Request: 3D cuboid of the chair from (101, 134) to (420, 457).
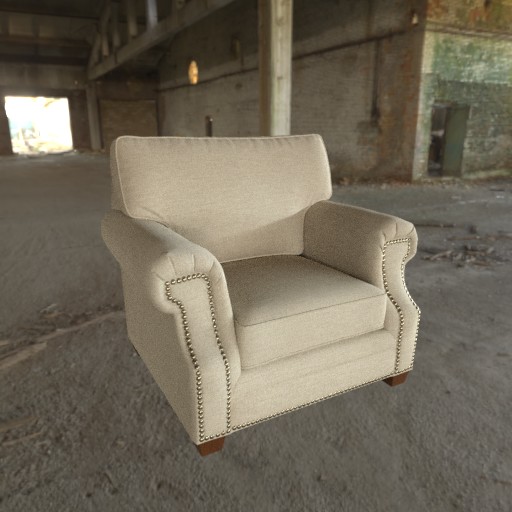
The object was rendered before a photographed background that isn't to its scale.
[{"bbox_3d":[0.000,0.000,1.824,1.092,0.961,0.965,-9,18,-28],"label":"chair"}]
